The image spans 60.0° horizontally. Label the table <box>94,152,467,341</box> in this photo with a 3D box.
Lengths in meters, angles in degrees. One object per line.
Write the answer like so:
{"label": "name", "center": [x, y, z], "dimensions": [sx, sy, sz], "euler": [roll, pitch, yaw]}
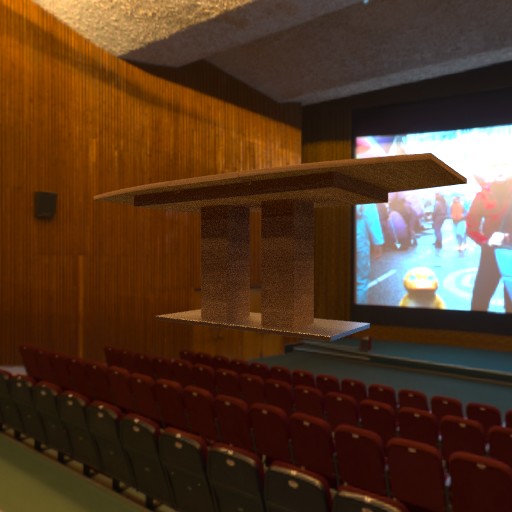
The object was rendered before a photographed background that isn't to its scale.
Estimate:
{"label": "table", "center": [0.000, 0.000, 2.463], "dimensions": [2.032, 0.750, 0.900], "euler": [0, 0, 36]}
